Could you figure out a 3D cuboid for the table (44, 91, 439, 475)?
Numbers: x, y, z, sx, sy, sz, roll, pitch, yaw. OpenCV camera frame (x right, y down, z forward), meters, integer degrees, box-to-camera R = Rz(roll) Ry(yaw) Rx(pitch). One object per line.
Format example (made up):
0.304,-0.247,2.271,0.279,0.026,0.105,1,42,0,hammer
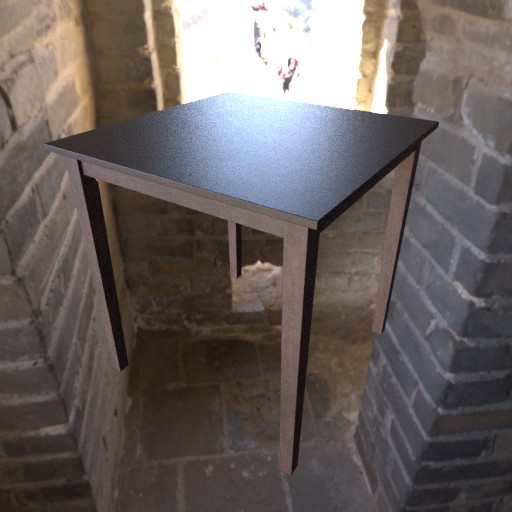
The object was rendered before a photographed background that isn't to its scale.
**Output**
0.000,0.000,1.371,0.749,0.770,0.749,19,36,28,table
